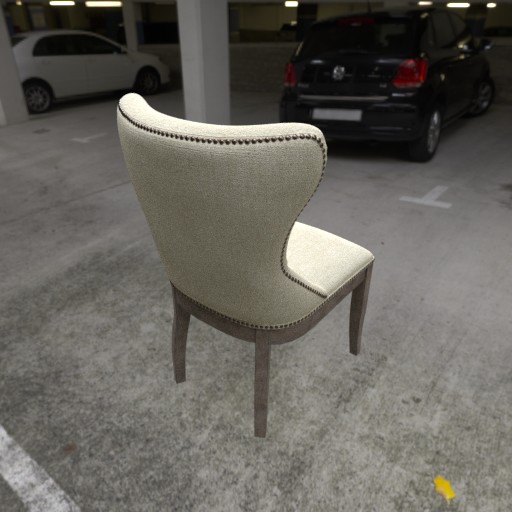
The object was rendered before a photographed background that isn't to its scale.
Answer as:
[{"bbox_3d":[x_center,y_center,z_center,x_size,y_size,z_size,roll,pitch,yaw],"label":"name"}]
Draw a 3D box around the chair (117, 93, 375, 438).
[{"bbox_3d":[0.000,0.000,1.443,0.654,1.002,0.681,22,36,33],"label":"chair"}]
